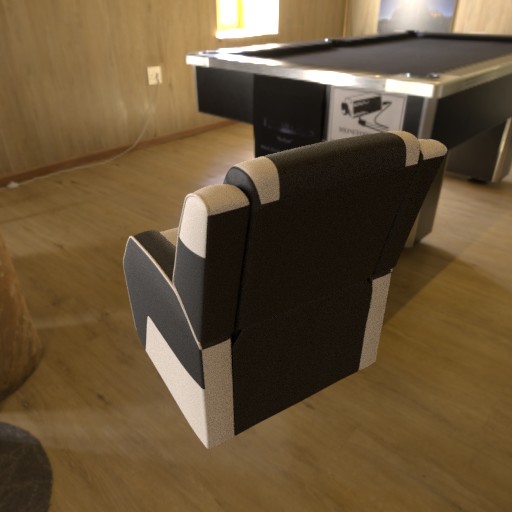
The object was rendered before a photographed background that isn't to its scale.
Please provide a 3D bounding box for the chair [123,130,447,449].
[{"bbox_3d":[0.000,0.000,1.282,0.620,0.805,0.672,-18,35,-27],"label":"chair"}]
